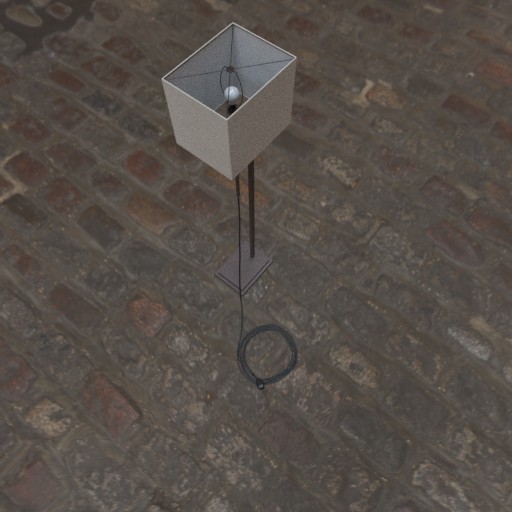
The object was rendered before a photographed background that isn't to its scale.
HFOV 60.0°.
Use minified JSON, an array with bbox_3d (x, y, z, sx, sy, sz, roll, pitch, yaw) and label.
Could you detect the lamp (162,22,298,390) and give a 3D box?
[{"bbox_3d":[0.000,0.000,2.034,0.774,1.600,0.698,36,69,16],"label":"lamp"}]
